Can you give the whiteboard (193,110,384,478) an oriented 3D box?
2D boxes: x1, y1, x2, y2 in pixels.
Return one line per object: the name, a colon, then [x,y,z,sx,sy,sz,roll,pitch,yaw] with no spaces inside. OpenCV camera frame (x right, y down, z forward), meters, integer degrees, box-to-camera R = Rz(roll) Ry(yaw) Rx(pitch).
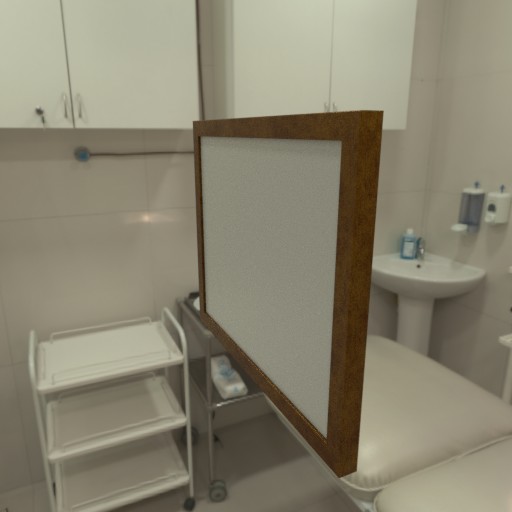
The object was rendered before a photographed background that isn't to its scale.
whiteboard: [0.000,0.000,0.766,0.029,0.457,0.561,-7,17,-25]
